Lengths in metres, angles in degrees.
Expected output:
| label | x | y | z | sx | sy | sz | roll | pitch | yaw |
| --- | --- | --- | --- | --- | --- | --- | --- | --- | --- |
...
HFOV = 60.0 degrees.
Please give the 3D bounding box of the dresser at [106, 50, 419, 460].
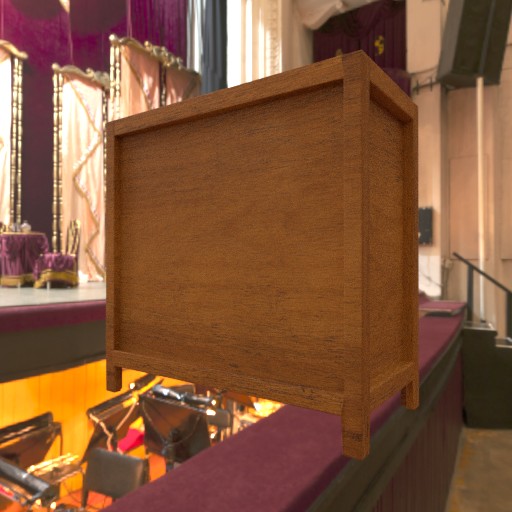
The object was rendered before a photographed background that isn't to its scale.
| label | x | y | z | sx | sy | sz | roll | pitch | yaw |
| --- | --- | --- | --- | --- | --- | --- | --- | --- | --- |
| dresser | 0.000 | 0.000 | 1.267 | 0.804 | 0.804 | 0.427 | 0 | 0 | 35 |
